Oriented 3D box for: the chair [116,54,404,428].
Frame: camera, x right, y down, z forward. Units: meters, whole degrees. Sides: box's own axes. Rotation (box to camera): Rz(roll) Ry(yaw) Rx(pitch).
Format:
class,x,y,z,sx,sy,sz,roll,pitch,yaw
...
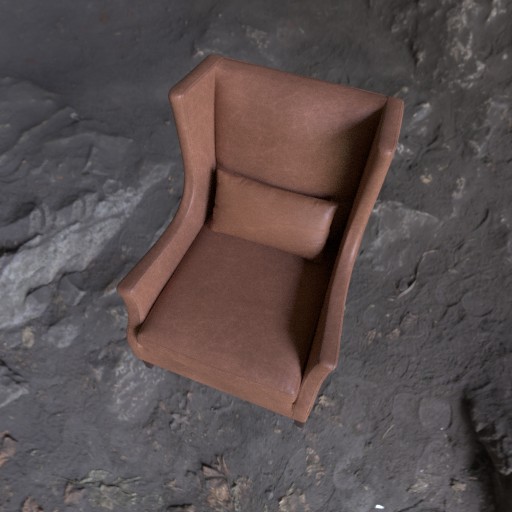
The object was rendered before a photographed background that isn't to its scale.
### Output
class,x,y,z,sx,sy,sz,roll,pitch,yaw
chair,0.000,0.000,1.731,0.815,1.088,0.913,18,60,11
